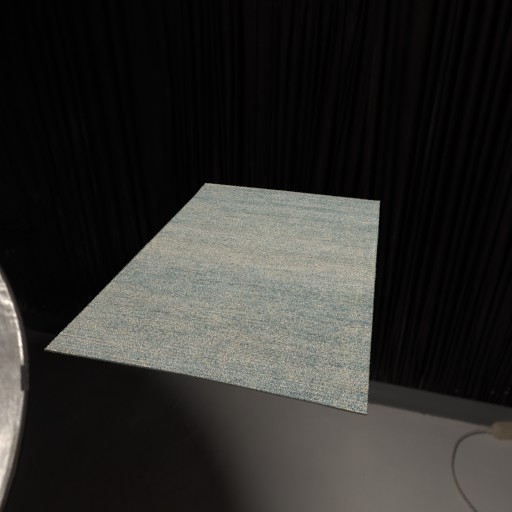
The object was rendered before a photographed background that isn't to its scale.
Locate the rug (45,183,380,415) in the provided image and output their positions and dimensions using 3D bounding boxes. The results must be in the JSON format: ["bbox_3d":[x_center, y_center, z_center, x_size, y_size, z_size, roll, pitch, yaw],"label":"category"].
[{"bbox_3d":[0.000,0.000,5.300,2.802,0.052,4.078,8,32,13],"label":"rug"}]
